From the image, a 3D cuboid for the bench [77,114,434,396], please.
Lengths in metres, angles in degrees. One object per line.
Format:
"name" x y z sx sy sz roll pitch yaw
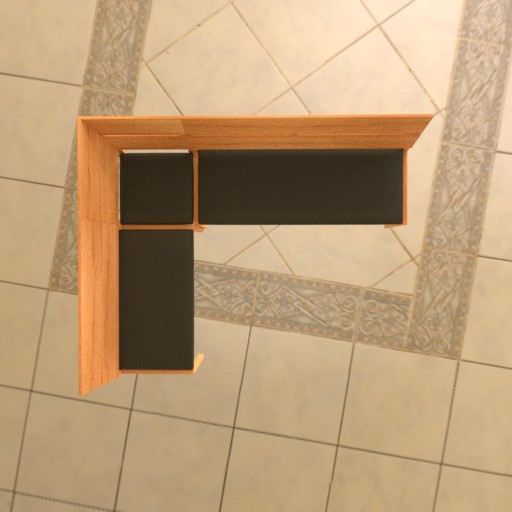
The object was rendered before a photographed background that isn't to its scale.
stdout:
"bench" 0.000 0.000 2.868 1.948 0.890 1.548 0 91 1
